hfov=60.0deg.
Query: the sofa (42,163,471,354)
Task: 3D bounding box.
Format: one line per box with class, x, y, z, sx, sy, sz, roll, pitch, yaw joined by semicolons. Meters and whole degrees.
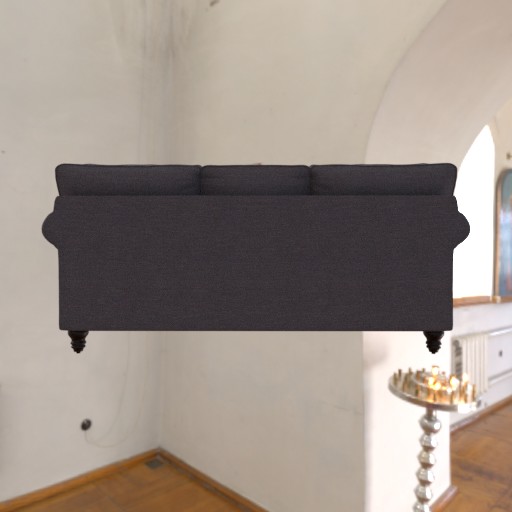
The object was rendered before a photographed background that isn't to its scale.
sofa;0.000;0.000;2.571;2.084;0.966;0.909;0;0;0
